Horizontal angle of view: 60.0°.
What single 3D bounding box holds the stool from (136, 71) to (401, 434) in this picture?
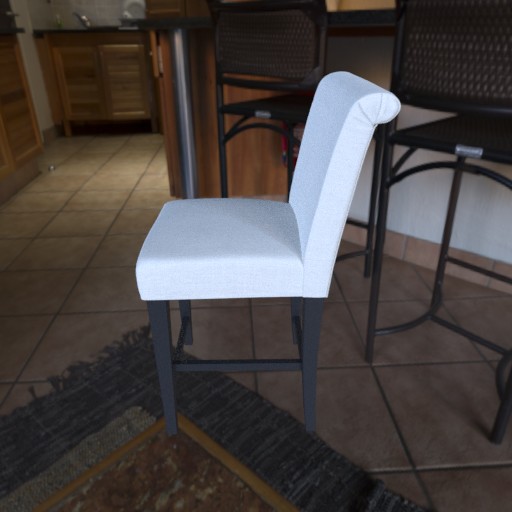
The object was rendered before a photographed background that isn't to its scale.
[{"bbox_3d":[0.000,0.000,1.312,0.597,0.976,0.452,0,28,-1],"label":"stool"}]
